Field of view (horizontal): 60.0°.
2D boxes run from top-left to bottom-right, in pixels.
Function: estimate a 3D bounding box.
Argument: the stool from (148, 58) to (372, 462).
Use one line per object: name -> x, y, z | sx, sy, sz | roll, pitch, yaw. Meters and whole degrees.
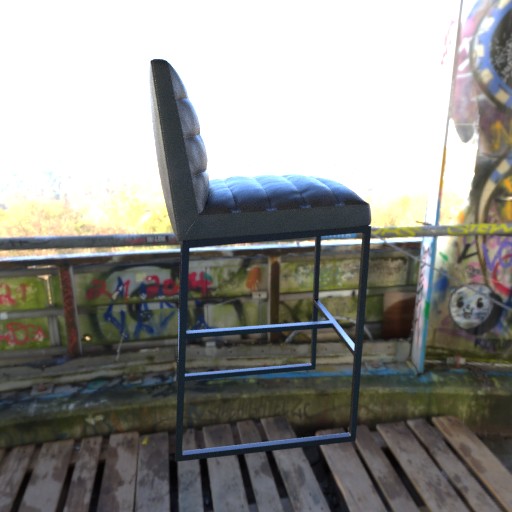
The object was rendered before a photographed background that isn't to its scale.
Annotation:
stool -> 0.000, 0.000, 1.357 | 0.562, 1.065, 0.463 | -3, 16, -9
